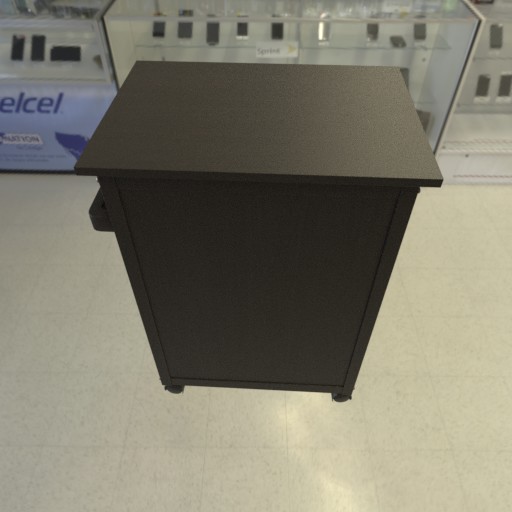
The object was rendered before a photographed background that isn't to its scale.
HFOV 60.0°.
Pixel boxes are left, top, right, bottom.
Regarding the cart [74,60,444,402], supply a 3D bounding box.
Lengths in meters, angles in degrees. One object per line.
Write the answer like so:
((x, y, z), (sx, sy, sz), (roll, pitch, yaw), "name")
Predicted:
((0.000, 0.000, 1.234), (0.660, 0.879, 0.456), (2, 46, 2), "cart")
